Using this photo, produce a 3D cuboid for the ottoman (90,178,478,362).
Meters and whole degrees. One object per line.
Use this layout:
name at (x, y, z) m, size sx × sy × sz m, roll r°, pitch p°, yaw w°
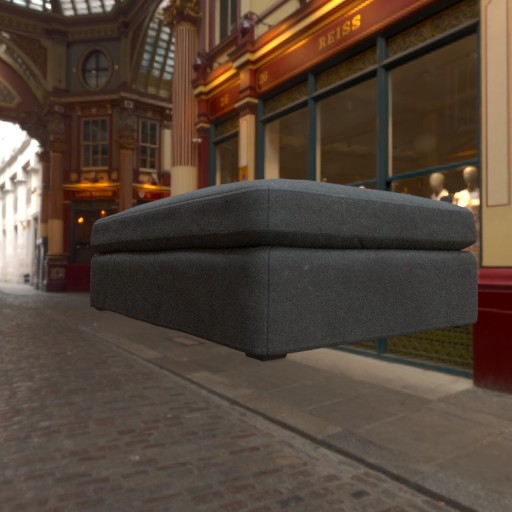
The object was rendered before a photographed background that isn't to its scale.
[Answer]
ottoman at (0.000, 0.000, 1.558) m, size 0.840 × 0.429 × 1.199 m, roll 0°, pitch -1°, yaw -36°
